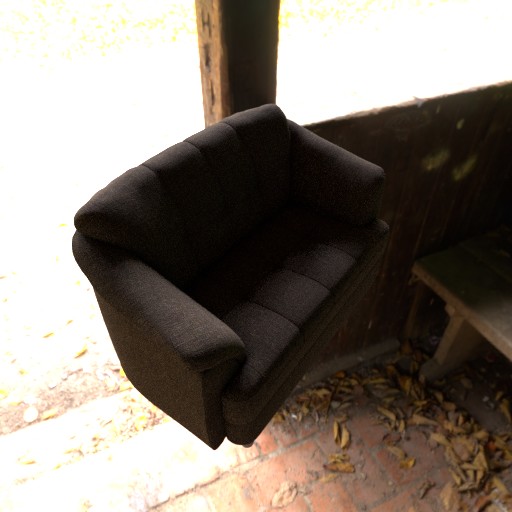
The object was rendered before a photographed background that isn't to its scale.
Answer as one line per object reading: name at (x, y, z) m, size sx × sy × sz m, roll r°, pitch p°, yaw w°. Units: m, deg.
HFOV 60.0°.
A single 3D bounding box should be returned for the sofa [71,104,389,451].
sofa at (0.000, 0.000, 1.957) m, size 0.799 × 0.895 × 1.404 m, roll 25°, pitch 46°, yaw 26°
